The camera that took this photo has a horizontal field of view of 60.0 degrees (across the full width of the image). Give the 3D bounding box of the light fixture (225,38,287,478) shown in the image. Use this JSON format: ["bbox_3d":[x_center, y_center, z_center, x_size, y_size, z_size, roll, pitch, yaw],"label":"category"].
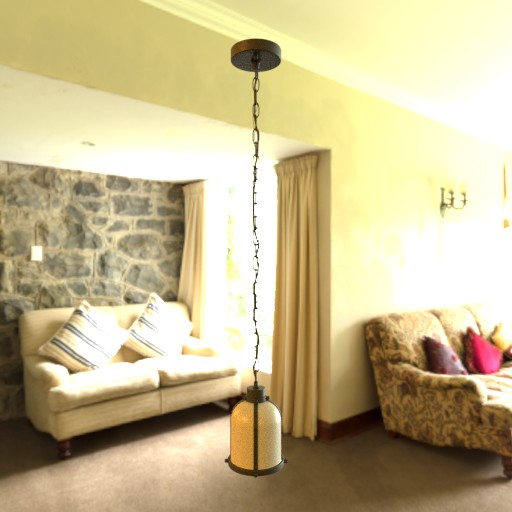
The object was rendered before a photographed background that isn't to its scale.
[{"bbox_3d":[0.000,0.000,1.270,0.178,1.181,0.178,0,-1,1],"label":"light fixture"}]
